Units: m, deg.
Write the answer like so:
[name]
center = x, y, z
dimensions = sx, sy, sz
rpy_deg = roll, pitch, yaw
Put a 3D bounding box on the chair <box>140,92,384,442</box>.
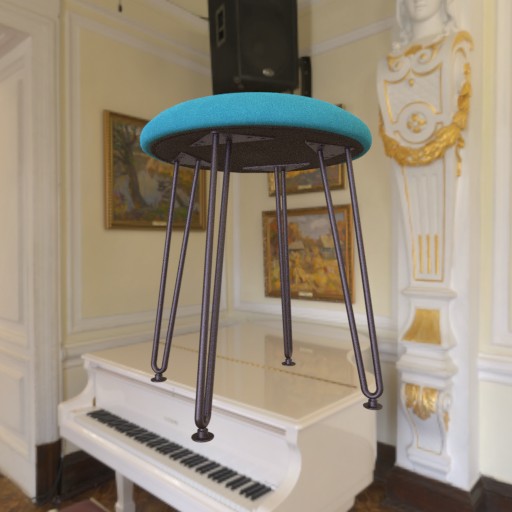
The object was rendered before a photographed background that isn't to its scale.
[chair]
center = 0.000, 0.000, 0.695
dimensions = 0.350, 0.430, 0.350
rpy_deg = -1, 1, -36
